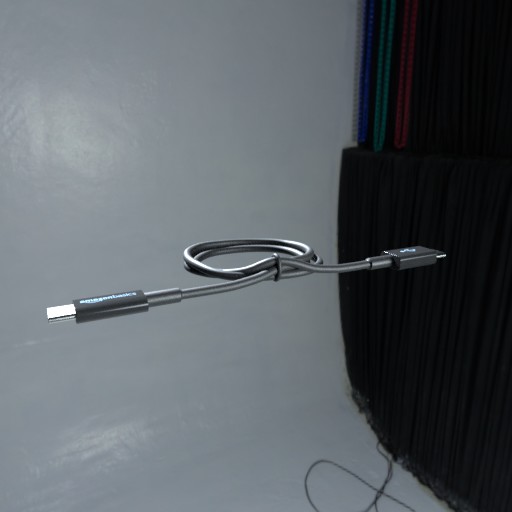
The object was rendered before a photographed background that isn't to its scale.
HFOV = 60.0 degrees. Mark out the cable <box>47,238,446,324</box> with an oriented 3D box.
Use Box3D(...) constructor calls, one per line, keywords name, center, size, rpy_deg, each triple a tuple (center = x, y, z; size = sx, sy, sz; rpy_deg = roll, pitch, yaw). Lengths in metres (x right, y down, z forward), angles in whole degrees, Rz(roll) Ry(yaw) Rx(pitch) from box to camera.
Box3D(name="cable", center=(0.000, 0.000, 0.220), size=(0.192, 0.014, 0.070), rpy_deg=(-8, 17, -26))
